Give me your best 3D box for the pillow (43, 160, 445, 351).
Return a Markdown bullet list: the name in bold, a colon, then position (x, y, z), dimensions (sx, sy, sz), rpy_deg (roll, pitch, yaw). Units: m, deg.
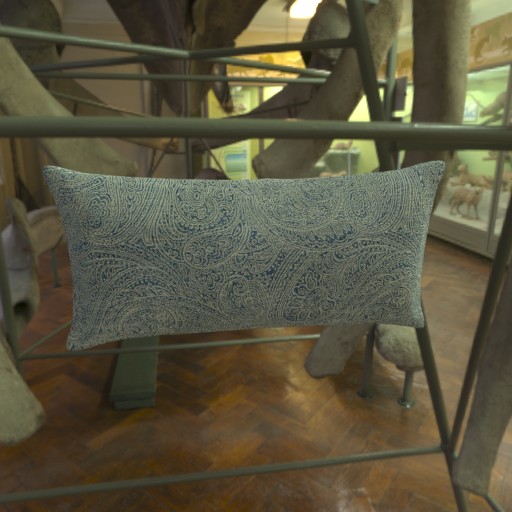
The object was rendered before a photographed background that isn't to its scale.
- **pillow**: position (0.000, 0.000, 0.713), dimensions (0.615, 0.295, 0.151), rpy_deg (-2, 16, -7)
